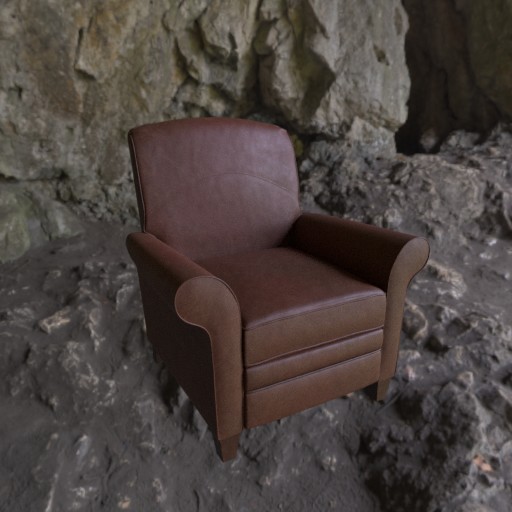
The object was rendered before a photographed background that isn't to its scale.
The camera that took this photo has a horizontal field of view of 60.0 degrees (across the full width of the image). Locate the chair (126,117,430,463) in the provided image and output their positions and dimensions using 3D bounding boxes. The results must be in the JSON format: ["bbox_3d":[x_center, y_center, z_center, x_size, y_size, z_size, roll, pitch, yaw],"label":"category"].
[{"bbox_3d":[0.000,0.000,1.770,0.978,1.061,0.902,-9,19,-28],"label":"chair"}]
